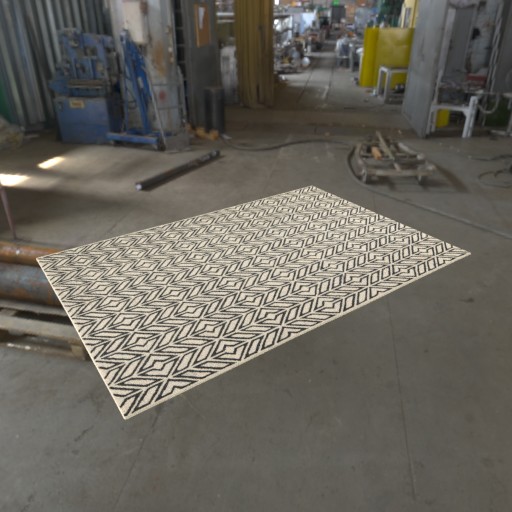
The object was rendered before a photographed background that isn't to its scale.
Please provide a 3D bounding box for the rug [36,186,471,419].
[{"bbox_3d":[0.000,0.000,2.238,1.828,0.007,1.220,-19,34,-30],"label":"rug"}]
